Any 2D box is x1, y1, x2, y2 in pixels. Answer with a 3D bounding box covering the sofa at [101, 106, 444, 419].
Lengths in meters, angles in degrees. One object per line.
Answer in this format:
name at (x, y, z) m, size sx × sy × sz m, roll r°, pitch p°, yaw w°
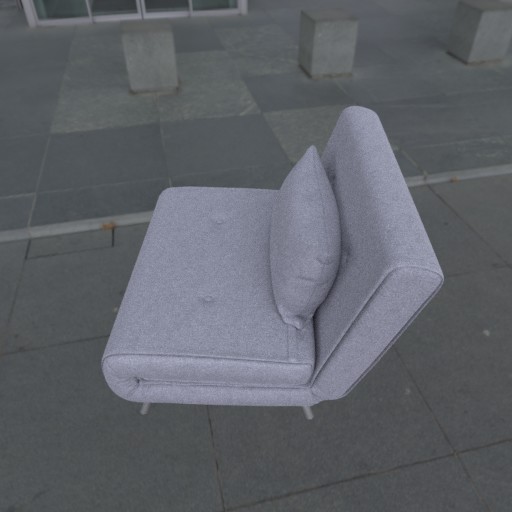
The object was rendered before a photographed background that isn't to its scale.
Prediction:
sofa at (0.000, 0.000, 1.750) m, size 1.000 × 0.825 × 1.020 m, roll 1°, pitch 41°, yaw 1°
